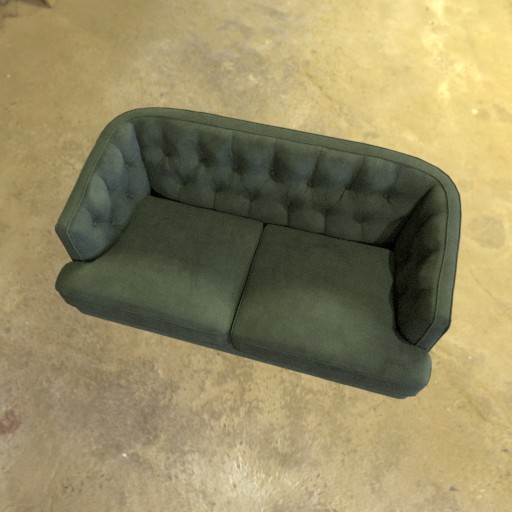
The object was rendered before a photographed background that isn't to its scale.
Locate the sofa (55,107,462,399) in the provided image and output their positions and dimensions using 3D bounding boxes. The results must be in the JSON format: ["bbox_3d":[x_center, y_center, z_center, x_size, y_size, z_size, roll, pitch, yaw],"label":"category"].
[{"bbox_3d":[0.000,0.000,2.187,1.733,0.855,0.941,13,59,8],"label":"sofa"}]
